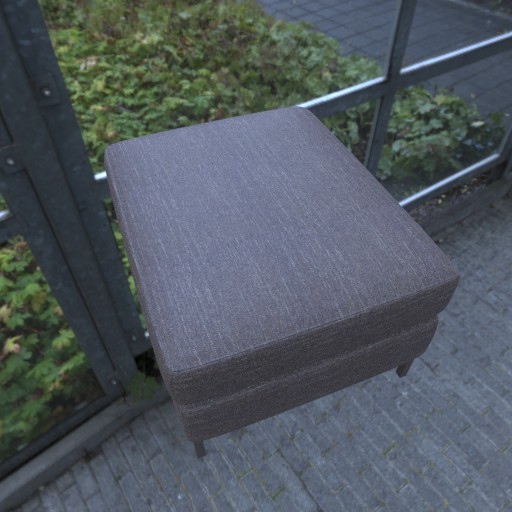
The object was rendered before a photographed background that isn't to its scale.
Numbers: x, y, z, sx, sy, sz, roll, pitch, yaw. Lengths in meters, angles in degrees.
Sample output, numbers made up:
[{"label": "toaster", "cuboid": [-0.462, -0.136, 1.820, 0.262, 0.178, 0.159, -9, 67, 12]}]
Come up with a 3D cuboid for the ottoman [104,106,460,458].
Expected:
[{"label": "ottoman", "cuboid": [0.000, 0.000, 1.253, 0.671, 0.490, 0.820, -16, 49, -15]}]
